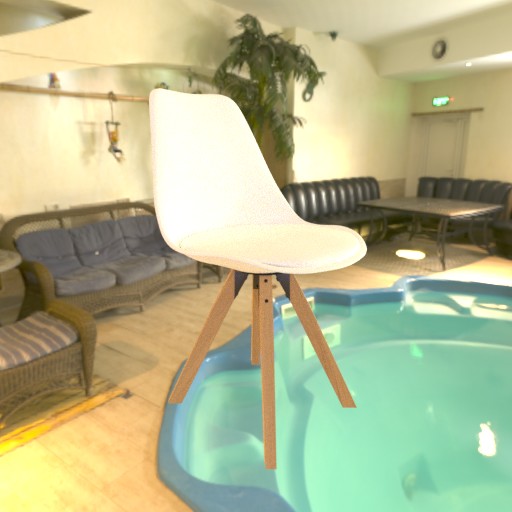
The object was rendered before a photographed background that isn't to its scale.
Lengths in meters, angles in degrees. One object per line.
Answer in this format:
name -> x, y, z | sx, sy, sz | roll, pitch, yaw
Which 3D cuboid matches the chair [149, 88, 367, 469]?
chair -> 0.000, 0.000, 1.160 | 0.550, 0.849, 0.485 | 13, 19, 42
